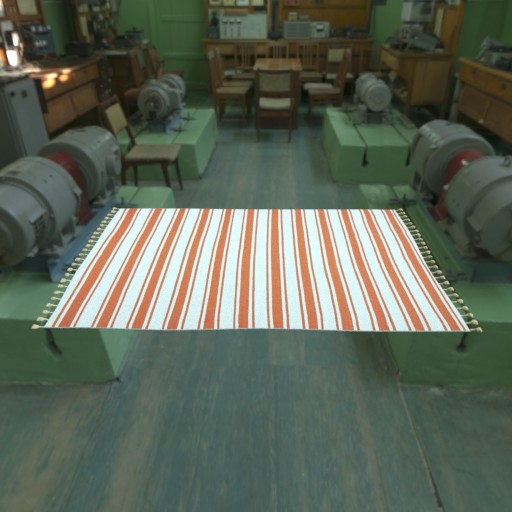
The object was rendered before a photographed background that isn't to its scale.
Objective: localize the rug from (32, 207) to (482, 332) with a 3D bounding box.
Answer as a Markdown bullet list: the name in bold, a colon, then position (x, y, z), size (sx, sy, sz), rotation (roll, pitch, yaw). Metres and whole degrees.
- **rug**: position (0.000, 0.000, 3.021), size (2.433, 0.022, 1.556), rotation (0, 31, 1)
